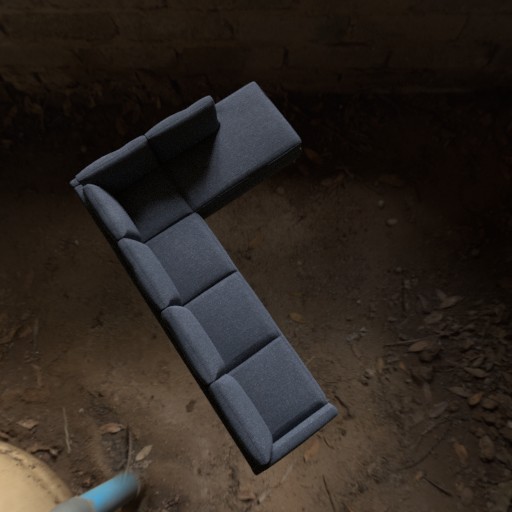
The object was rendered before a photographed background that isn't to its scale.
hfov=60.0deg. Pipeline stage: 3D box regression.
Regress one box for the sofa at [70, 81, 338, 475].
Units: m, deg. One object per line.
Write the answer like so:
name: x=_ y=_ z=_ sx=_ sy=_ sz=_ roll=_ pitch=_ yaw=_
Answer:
sofa: x=0.000 y=0.000 z=3.932 sx=2.007 sy=0.815 sz=2.949 roll=-34 pitch=79 yaw=-8
